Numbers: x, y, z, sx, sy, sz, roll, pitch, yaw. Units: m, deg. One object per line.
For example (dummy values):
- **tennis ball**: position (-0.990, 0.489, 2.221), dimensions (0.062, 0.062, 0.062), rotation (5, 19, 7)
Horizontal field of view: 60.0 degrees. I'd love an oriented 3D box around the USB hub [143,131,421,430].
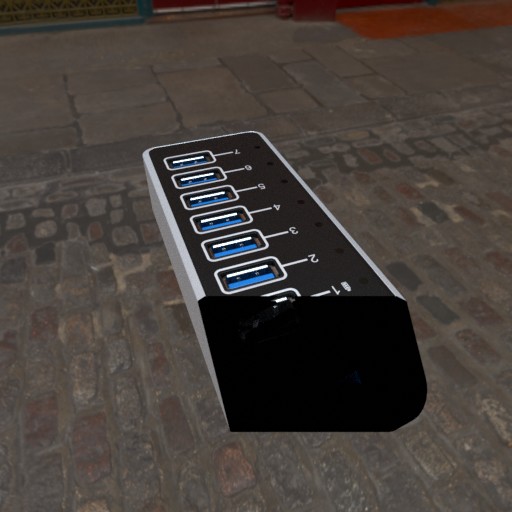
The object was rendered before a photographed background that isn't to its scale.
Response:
- **USB hub**: position (0.000, 0.000, 0.128), dimensions (0.044, 0.023, 0.110), rotation (-14, 43, -15)
